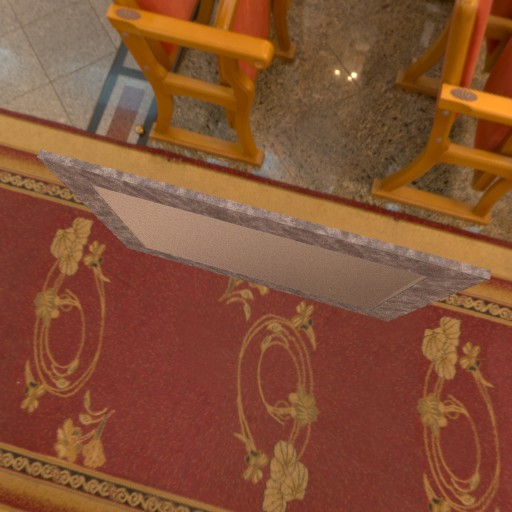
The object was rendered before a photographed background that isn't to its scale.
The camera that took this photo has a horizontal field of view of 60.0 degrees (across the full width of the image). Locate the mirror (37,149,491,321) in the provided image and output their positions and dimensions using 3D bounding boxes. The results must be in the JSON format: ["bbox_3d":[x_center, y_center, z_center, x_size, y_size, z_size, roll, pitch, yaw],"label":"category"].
[{"bbox_3d":[0.000,0.000,1.423,1.101,0.795,0.022,15,75,4],"label":"mirror"}]
